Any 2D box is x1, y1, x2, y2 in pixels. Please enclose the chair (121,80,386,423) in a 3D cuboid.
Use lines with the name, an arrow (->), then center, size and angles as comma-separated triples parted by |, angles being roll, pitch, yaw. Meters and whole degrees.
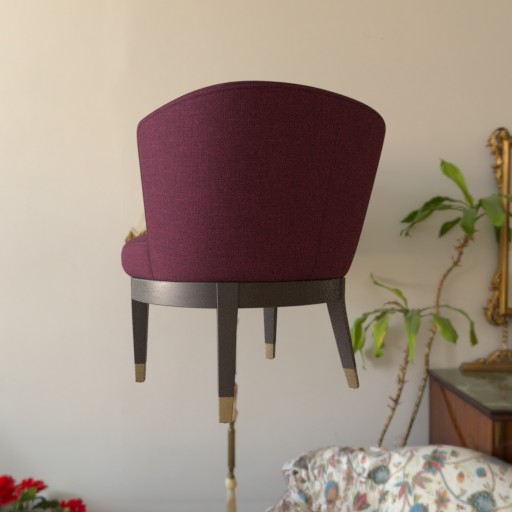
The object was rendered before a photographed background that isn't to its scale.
chair -> 0.000, 0.000, 1.288 | 0.700, 0.760, 0.660 | 0, 0, -37
